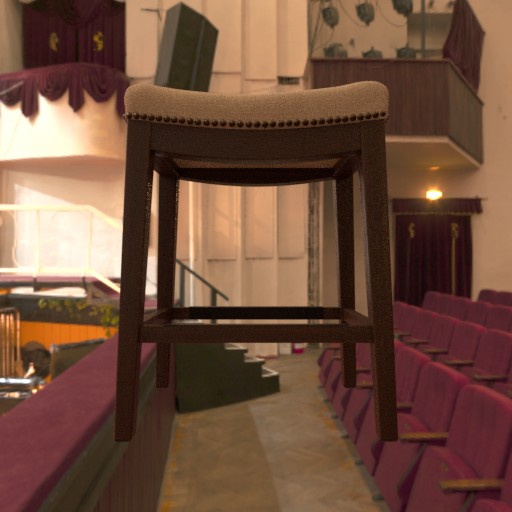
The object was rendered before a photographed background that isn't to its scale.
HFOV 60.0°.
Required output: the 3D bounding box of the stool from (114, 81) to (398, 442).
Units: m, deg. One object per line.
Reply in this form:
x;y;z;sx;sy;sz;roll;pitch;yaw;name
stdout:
0.000;0.000;0.975;0.509;0.669;0.363;0;0;0;stool
